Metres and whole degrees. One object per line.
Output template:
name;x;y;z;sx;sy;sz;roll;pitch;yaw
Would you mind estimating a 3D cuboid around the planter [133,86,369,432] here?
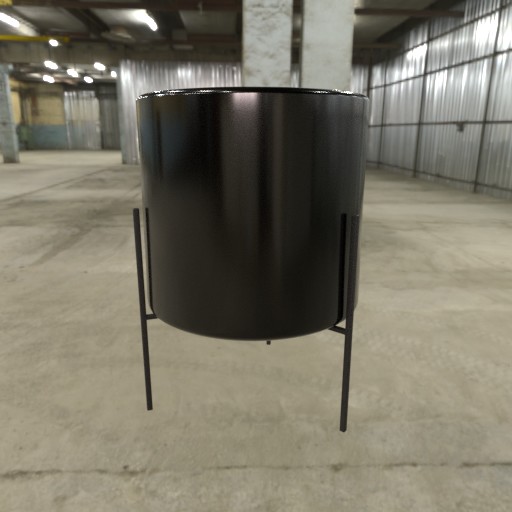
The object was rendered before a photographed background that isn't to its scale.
planter;0.000;0.000;0.643;0.310;0.432;0.310;7;16;24
